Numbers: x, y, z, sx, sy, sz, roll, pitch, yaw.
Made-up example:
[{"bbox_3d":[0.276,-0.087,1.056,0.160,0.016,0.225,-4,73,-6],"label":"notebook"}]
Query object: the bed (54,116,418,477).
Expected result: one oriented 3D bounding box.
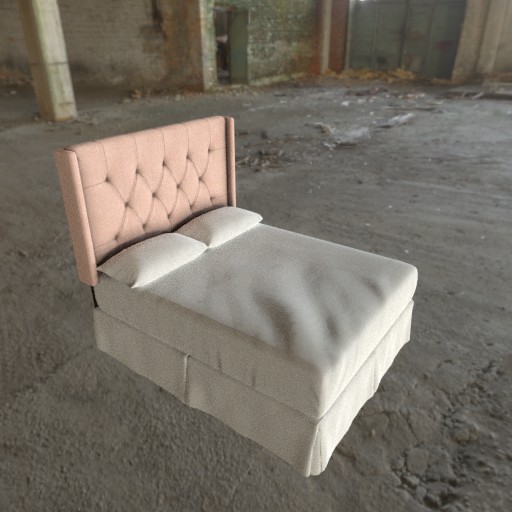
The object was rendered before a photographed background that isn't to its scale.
[{"bbox_3d":[0.000,0.000,3.320,2.066,1.665,1.719,18,31,31],"label":"bed"}]
